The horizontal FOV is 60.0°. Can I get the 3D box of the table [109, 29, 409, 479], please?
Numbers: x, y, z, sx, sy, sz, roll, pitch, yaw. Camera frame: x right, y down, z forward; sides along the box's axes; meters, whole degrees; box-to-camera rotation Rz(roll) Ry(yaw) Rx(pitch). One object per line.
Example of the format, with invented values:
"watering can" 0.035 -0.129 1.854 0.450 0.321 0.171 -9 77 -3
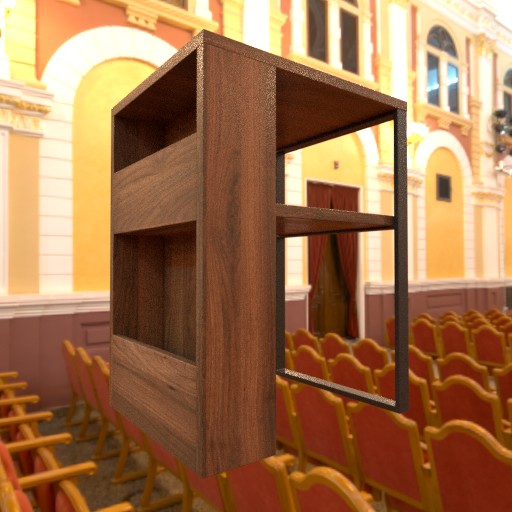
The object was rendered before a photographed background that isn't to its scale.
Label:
"table" 0.000 0.000 1.520 0.786 1.041 0.660 1 -1 -36
